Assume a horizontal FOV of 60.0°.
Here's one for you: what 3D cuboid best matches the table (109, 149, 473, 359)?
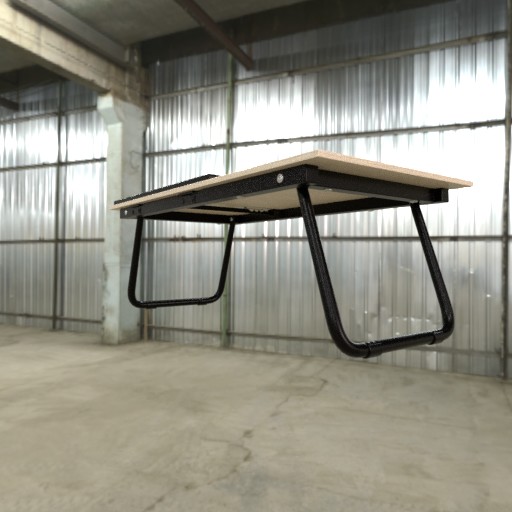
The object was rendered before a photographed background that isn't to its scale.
[{"bbox_3d":[0.000,0.000,0.813,0.322,0.242,0.644,0,0,-37],"label":"table"}]
